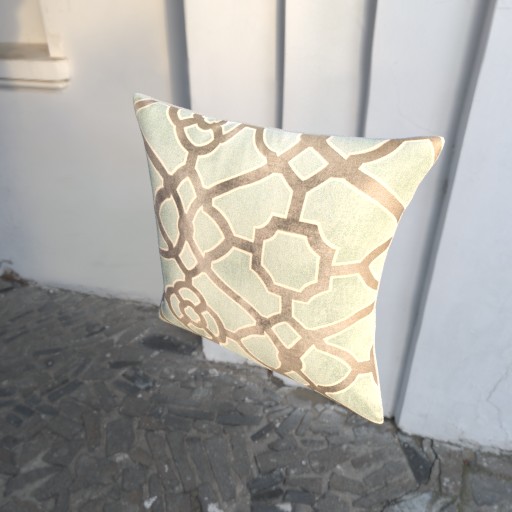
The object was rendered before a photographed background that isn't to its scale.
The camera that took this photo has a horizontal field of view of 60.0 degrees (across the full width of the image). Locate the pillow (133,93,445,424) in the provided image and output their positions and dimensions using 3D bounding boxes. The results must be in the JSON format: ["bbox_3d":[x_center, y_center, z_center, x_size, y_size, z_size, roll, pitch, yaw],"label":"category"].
[{"bbox_3d":[0.000,0.000,0.798,0.552,0.508,0.166,19,35,29],"label":"pillow"}]
